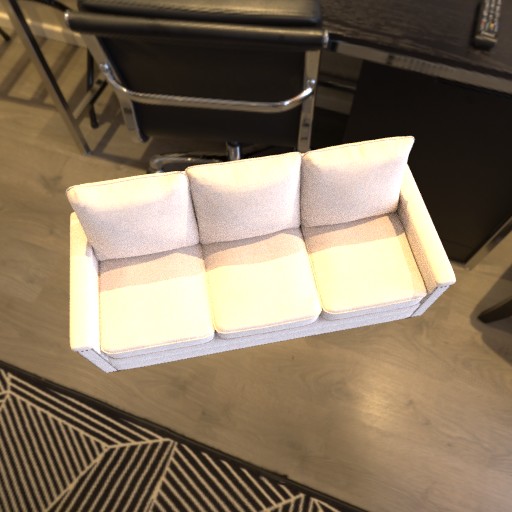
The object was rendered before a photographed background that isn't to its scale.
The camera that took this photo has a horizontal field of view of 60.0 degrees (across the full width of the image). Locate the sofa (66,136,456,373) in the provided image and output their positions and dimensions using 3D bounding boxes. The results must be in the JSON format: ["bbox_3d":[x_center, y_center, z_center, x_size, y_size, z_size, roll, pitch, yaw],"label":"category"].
[{"bbox_3d":[0.000,0.000,2.452,1.925,0.961,0.828,-9,63,-5],"label":"sofa"}]
